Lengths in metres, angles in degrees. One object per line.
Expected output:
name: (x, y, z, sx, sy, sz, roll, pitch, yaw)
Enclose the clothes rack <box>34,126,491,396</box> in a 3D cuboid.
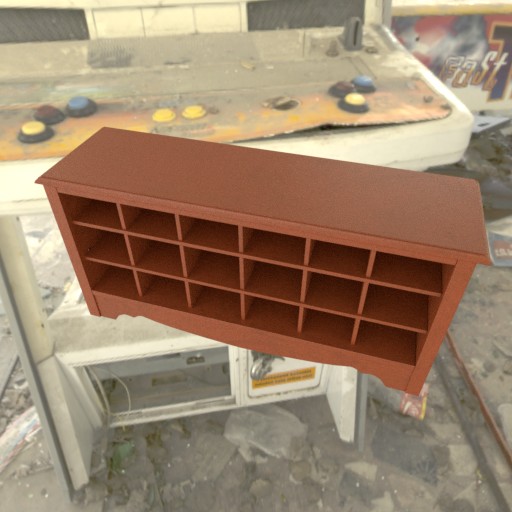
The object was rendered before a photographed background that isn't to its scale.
clothes rack: (0.000, 0.000, 1.481, 1.251, 0.594, 0.362, 11, 42, 13)
